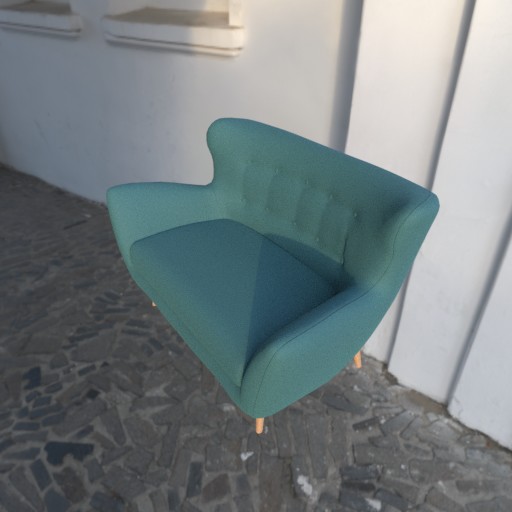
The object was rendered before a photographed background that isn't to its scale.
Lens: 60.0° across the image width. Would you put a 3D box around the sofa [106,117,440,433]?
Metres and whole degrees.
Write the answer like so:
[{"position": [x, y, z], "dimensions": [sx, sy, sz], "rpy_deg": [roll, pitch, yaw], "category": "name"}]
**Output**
[{"position": [0.000, 0.000, 2.010], "dimensions": [0.889, 0.889, 1.397], "rpy_deg": [-21, 38, -29], "category": "sofa"}]
